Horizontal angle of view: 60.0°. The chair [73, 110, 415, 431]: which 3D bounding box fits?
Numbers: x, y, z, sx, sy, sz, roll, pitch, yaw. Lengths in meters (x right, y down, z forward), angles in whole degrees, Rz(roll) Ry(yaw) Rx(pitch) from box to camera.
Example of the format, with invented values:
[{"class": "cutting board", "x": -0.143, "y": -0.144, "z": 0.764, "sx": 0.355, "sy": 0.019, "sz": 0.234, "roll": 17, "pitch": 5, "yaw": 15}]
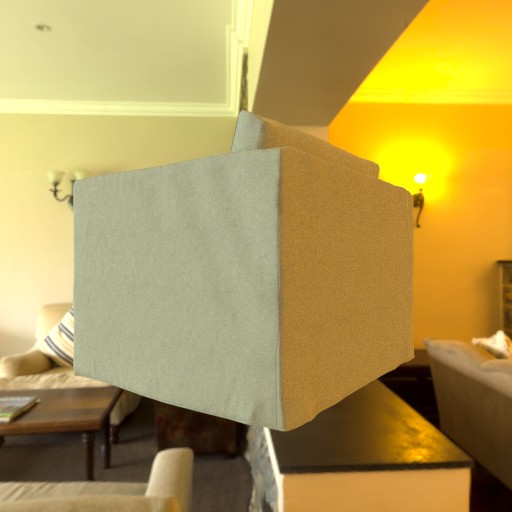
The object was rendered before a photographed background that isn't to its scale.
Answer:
[{"class": "chair", "x": 0.000, "y": 0.000, "z": 1.751, "sx": 0.949, "sy": 0.863, "sz": 1.057, "roll": 0, "pitch": 0, "yaw": 37}]
